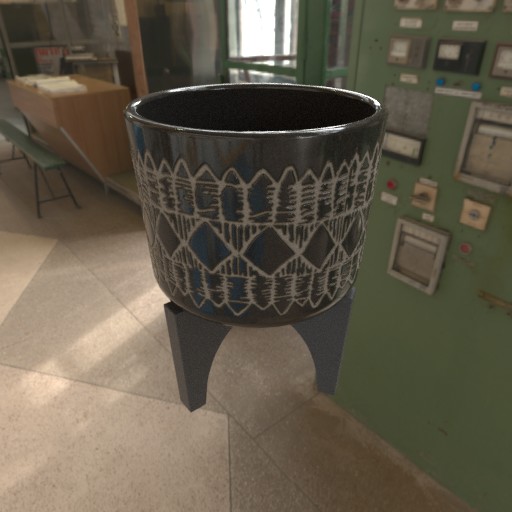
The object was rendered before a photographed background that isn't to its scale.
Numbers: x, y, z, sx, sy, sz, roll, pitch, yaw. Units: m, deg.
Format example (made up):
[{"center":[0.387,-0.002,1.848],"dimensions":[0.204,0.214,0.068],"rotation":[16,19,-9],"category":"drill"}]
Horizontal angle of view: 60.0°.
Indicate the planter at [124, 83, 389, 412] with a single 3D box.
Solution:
[{"center":[0.000,0.000,0.265],"dimensions":[0.129,0.177,0.129],"rotation":[0,29,0],"category":"planter"}]
